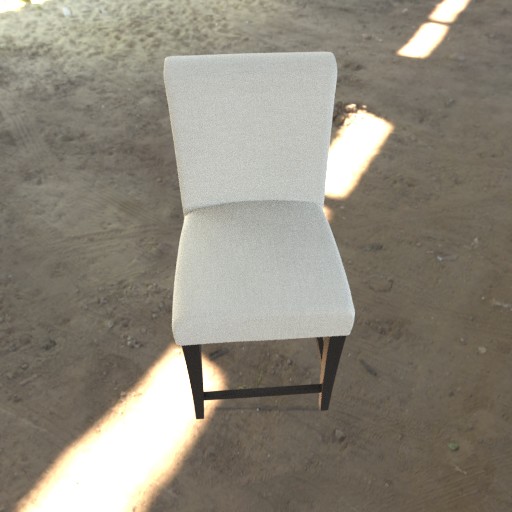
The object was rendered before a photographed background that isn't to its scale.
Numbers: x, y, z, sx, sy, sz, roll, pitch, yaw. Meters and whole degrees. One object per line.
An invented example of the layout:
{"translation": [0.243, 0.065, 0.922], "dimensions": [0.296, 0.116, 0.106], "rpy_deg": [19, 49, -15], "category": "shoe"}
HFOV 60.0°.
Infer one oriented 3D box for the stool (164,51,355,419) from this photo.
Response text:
{"translation": [0.000, 0.000, 1.325], "dimensions": [0.452, 0.976, 0.597], "rpy_deg": [-3, 46, -3], "category": "stool"}
